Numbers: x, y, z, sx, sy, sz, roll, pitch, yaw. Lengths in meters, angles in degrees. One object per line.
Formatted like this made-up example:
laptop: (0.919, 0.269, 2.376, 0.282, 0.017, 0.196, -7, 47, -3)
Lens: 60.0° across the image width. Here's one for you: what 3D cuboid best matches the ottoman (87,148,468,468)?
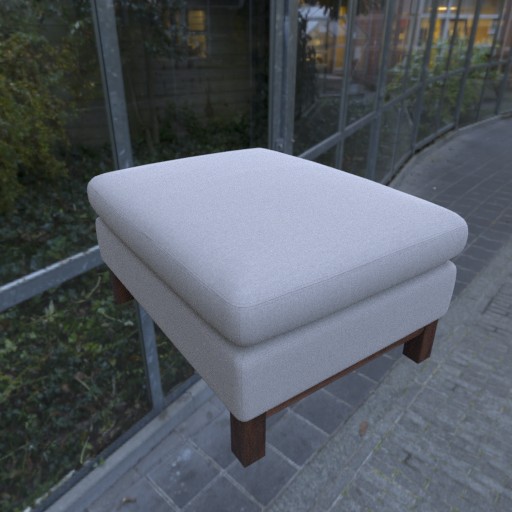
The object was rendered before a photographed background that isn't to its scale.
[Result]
ottoman: (0.000, 0.000, 1.116, 0.606, 0.420, 0.771, -17, 32, -31)
